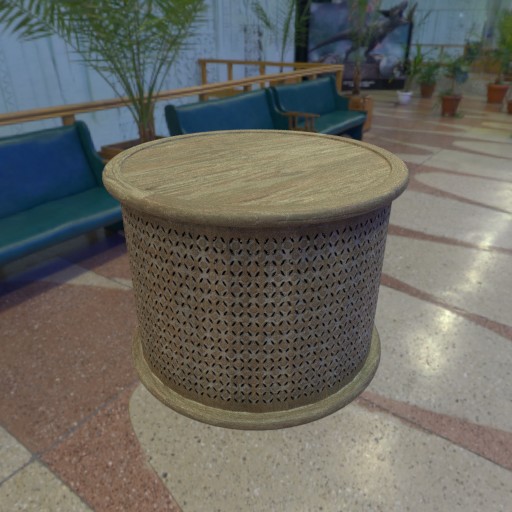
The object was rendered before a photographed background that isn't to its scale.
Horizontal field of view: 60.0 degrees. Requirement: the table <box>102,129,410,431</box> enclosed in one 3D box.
[{"bbox_3d":[0.000,0.000,1.013,0.607,0.450,0.607,0,27,0],"label":"table"}]
